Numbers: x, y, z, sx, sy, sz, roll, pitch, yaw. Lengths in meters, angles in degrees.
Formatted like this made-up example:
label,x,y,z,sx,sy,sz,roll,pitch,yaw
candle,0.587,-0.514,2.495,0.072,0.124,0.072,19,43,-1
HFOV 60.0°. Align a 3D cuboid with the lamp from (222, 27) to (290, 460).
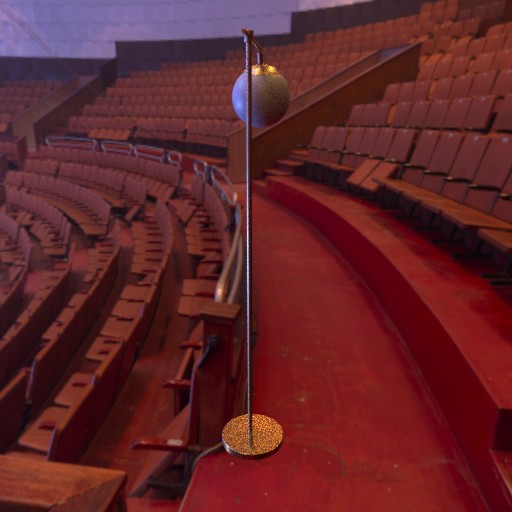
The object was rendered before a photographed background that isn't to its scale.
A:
label,x,y,z,sx,sy,sz,roll,pitch,yaw
lamp,0.000,0.000,1.691,0.249,1.505,0.476,2,16,8
